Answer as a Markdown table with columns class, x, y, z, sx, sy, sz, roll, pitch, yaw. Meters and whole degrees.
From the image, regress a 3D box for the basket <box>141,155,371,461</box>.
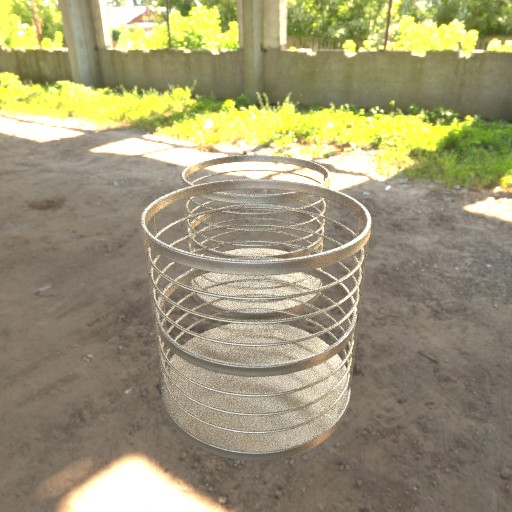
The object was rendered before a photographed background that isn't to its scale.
| class | x | y | z | sx | sy | sz | roll | pitch | yaw |
| --- | --- | --- | --- | --- | --- | --- | --- | --- | --- |
| basket | 0.000 | 0.000 | 0.951 | 0.356 | 0.351 | 0.746 | 0 | 26 | 0 |
